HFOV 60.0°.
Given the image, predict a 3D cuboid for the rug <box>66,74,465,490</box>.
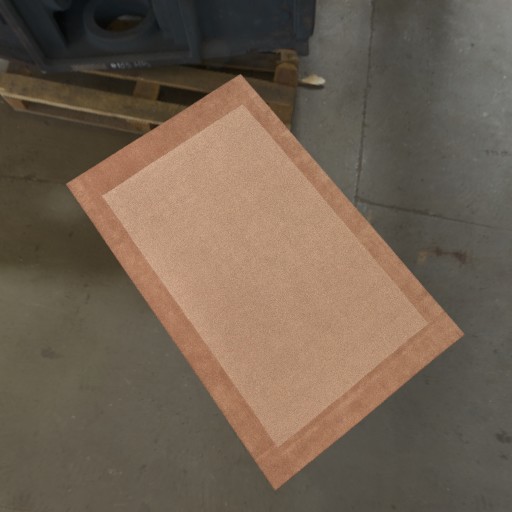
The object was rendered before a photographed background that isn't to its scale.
[{"bbox_3d":[0.000,0.000,2.982,1.524,0.014,2.438,-36,77,-9],"label":"rug"}]
